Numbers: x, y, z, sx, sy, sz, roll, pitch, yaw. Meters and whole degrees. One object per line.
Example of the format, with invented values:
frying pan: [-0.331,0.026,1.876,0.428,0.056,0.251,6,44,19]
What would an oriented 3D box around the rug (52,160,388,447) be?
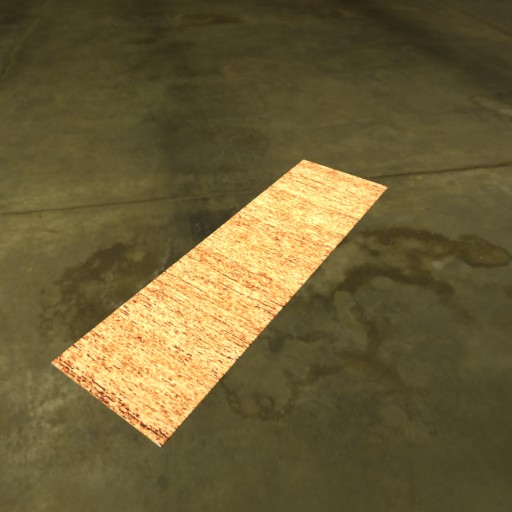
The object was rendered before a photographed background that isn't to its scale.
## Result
rug: [0.000,0.000,2.525,0.680,0.014,2.237,25,47,26]
